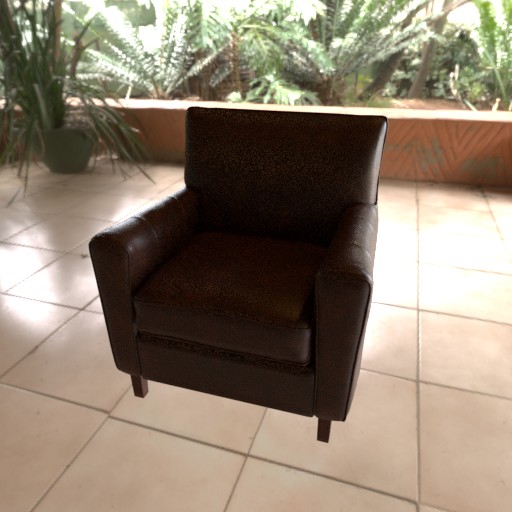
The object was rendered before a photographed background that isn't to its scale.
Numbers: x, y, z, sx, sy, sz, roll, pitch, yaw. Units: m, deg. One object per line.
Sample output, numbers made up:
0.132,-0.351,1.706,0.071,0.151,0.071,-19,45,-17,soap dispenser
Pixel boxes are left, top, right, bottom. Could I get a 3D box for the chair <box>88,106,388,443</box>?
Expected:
0.000,0.000,1.653,0.870,0.943,0.823,8,28,15,chair
